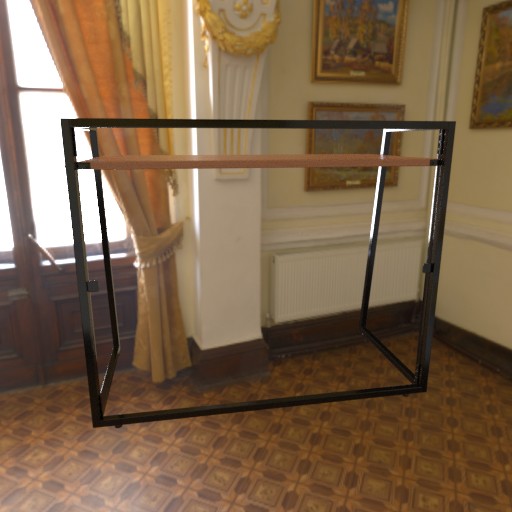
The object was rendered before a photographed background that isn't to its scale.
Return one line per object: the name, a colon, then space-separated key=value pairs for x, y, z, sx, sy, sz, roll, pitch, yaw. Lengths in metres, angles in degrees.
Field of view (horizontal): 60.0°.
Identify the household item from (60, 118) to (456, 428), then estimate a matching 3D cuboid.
household item: x=0.000 y=0.000 z=1.498 sx=1.050 sy=0.860 sz=0.510 roll=-3 pitch=15 yaw=-10
